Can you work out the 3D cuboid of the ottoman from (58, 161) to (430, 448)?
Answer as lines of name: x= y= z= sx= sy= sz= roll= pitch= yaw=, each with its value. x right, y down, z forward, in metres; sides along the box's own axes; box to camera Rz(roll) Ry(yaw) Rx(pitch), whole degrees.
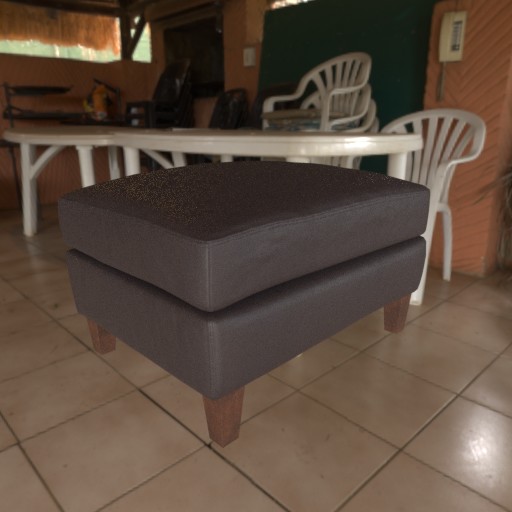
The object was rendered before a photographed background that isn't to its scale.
ottoman: x=0.000 y=0.000 z=1.276 sx=0.887 sy=0.529 sz=0.659 roll=-16 pitch=23 yaw=-42
